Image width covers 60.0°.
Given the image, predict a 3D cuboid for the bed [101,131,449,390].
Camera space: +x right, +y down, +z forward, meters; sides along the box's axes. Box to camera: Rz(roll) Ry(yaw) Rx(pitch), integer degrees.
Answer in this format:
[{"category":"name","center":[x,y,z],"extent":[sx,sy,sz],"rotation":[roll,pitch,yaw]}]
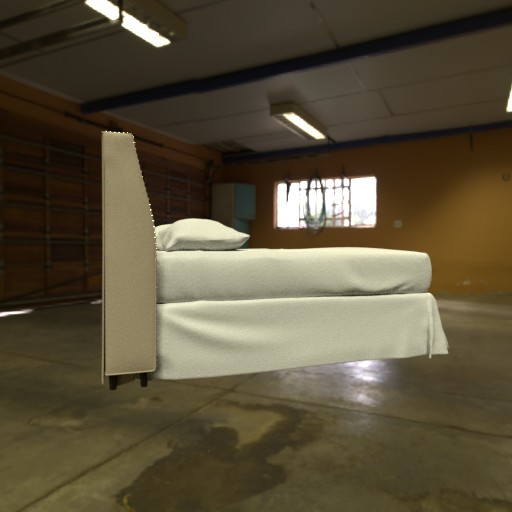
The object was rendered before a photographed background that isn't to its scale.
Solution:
[{"category":"bed","center":[0.000,0.000,3.461],"extent":[2.276,1.332,1.925],"rotation":[0,1,-19]}]
